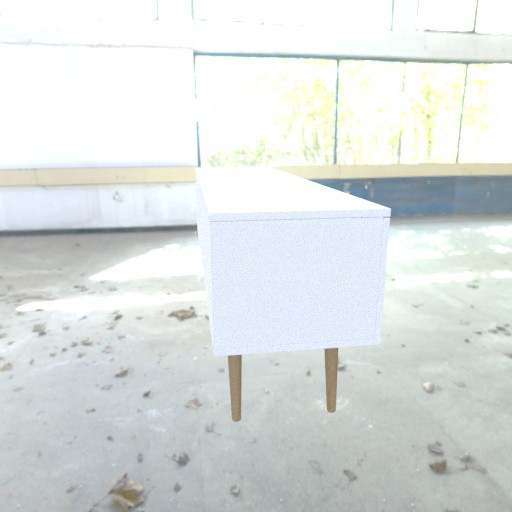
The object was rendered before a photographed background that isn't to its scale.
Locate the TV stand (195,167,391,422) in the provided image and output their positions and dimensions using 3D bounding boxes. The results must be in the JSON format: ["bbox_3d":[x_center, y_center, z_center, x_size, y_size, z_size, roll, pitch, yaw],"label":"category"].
[{"bbox_3d":[0.000,0.000,1.649,0.401,0.560,1.398,-2,15,-8],"label":"TV stand"}]
